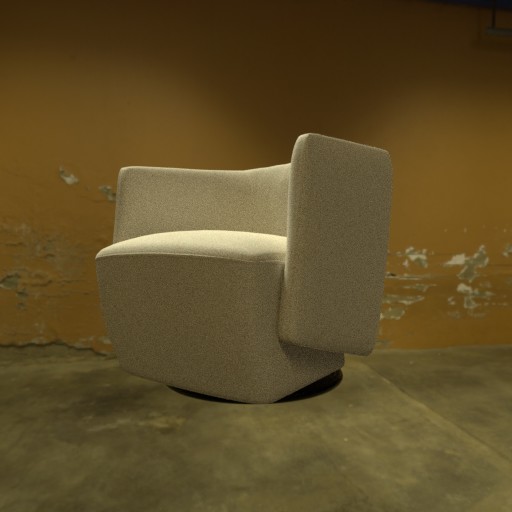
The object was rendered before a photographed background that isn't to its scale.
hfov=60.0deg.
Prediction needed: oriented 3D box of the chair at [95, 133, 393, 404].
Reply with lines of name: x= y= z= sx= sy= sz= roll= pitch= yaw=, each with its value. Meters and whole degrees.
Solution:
chair: x=0.000 y=0.000 z=1.608 sx=0.822 sy=0.861 sz=0.986 roll=0 pitch=0 yaw=36
